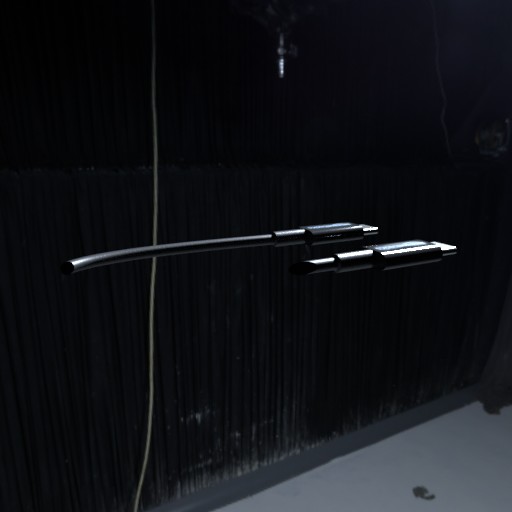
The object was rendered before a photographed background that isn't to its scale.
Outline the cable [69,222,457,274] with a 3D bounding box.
[{"bbox_3d":[0.000,0.000,0.111,0.098,0.005,0.041,-7,16,-26],"label":"cable"}]
